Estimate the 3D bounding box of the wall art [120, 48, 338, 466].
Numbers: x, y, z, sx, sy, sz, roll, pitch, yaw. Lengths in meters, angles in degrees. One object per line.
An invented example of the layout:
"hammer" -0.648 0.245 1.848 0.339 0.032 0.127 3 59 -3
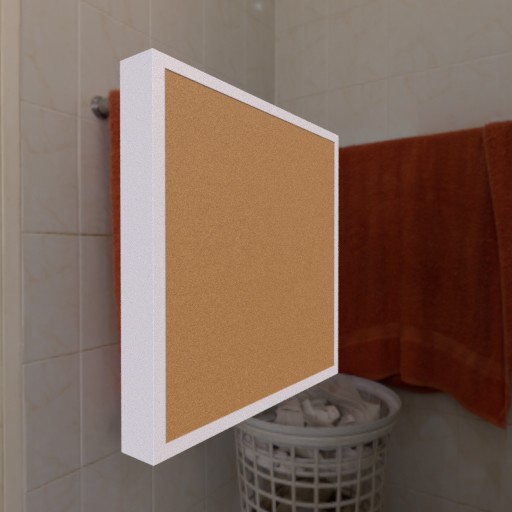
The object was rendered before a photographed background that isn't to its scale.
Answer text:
"wall art" 0.000 0.000 0.457 0.038 0.305 0.305 1 1 36
